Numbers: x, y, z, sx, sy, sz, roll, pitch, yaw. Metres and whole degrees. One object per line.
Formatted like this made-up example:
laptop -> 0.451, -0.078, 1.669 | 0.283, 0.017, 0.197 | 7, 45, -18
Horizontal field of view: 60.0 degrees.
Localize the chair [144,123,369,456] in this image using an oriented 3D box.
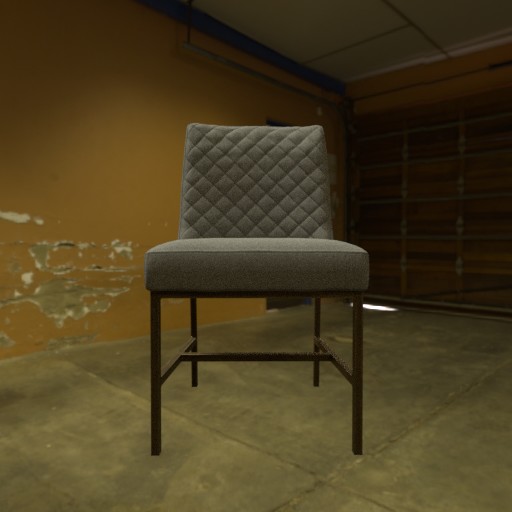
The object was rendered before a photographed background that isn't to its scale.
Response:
chair -> 0.000, 0.000, 1.263 | 0.508, 0.889, 0.587 | 0, 1, 0
